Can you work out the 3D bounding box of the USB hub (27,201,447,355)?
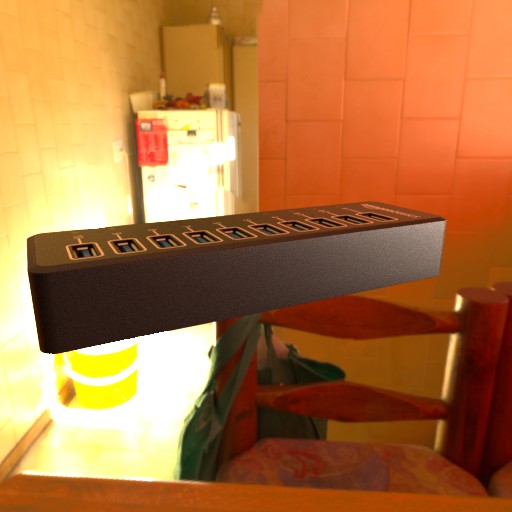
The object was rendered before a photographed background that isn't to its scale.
[{"bbox_3d":[0.000,0.000,0.159,0.145,0.023,0.044,-8,18,-25],"label":"USB hub"}]
